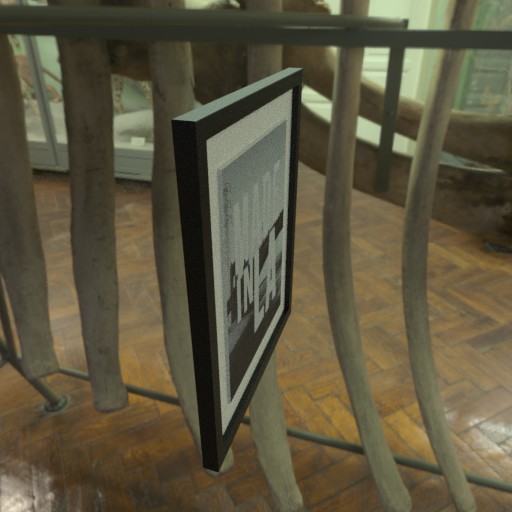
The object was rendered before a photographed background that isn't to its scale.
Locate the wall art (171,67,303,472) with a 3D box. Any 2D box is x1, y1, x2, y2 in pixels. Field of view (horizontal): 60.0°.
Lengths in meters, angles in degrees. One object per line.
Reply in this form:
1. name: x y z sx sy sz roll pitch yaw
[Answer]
1. wall art: 0.000 0.000 0.773 0.028 0.559 0.457 10 31 16
